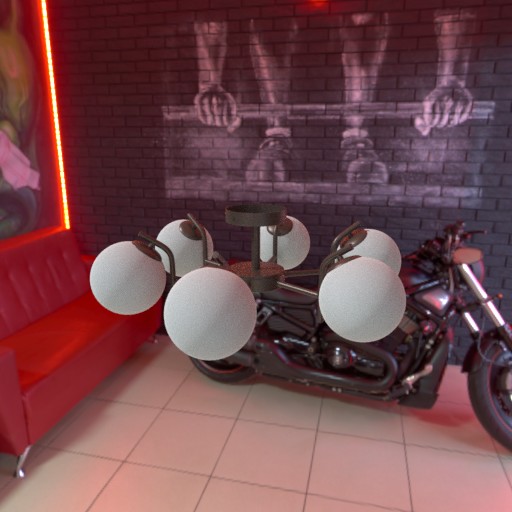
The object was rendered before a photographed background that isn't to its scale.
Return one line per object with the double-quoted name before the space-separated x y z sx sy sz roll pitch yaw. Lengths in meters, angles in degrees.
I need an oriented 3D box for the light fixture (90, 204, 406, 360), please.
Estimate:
"light fixture" 0.000 0.000 0.931 0.662 0.201 0.662 0 15 0
